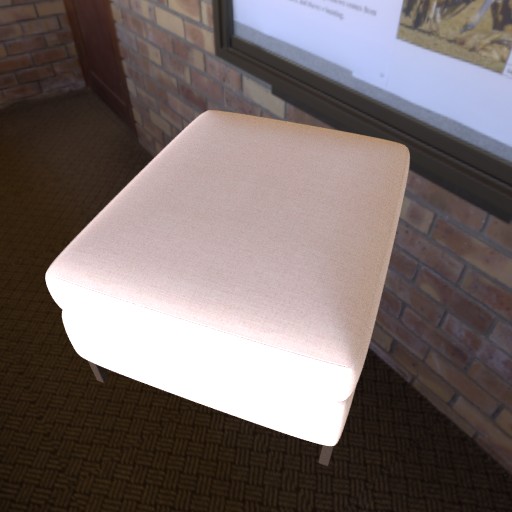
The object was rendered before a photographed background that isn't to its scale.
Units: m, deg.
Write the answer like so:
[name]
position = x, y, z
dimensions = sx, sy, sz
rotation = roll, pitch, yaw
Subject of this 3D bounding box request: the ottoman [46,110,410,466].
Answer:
[ottoman]
position = 0.000, 0.000, 1.178
dimensions = 0.657, 0.453, 0.794
rotation = 15, 46, 15
